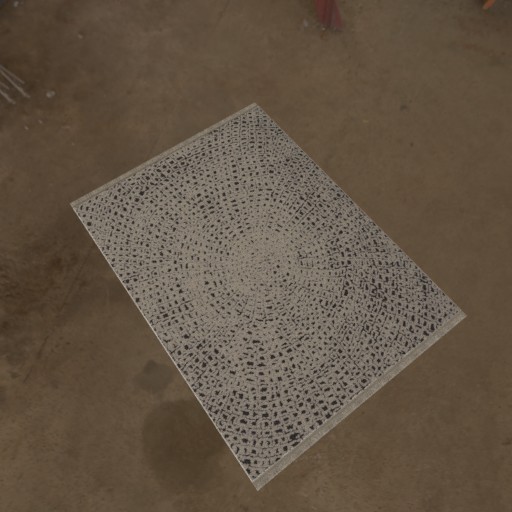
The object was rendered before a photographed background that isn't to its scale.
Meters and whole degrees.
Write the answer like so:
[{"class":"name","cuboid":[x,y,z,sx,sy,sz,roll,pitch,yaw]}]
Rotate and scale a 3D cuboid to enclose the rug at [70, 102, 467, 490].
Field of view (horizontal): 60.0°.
[{"class":"rug","cuboid":[0.000,0.000,2.159,1.190,0.003,1.634,-33,68,-15]}]
